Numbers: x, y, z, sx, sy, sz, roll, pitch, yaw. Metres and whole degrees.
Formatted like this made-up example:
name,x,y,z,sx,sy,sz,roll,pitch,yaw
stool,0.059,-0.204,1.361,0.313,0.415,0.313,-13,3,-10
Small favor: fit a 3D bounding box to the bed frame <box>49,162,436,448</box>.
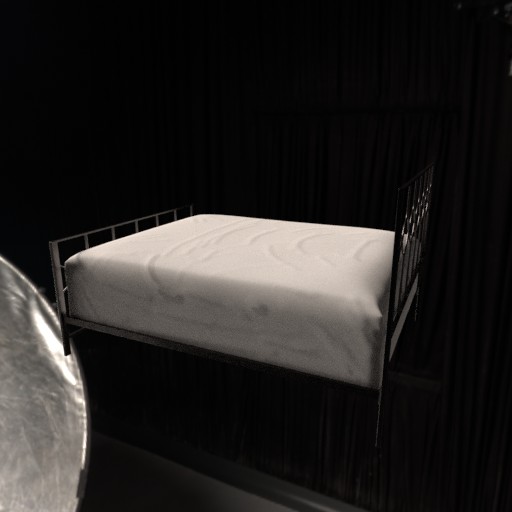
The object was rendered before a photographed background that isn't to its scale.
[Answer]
name,x,y,z,sx,sy,sz,roll,pitch,yaw
bed frame,0.000,0.000,3.045,2.063,1.222,1.597,7,18,24
